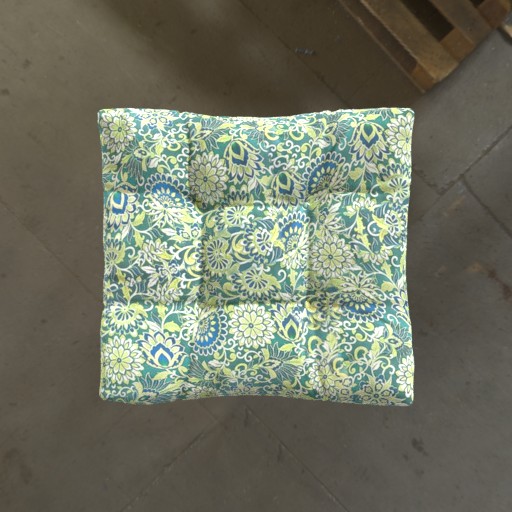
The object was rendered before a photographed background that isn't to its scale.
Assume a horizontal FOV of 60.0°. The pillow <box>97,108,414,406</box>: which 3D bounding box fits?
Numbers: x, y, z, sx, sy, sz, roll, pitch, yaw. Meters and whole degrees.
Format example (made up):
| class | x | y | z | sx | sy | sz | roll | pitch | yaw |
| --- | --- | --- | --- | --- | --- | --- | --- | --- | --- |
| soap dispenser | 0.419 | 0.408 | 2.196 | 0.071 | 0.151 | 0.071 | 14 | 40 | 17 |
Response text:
| class | x | y | z | sx | sy | sz | roll | pitch | yaw |
| --- | --- | --- | --- | --- | --- | --- | --- | --- | --- |
| pillow | 0.000 | 0.000 | 0.712 | 0.490 | 0.128 | 0.468 | 0 | 89 | 1 |
